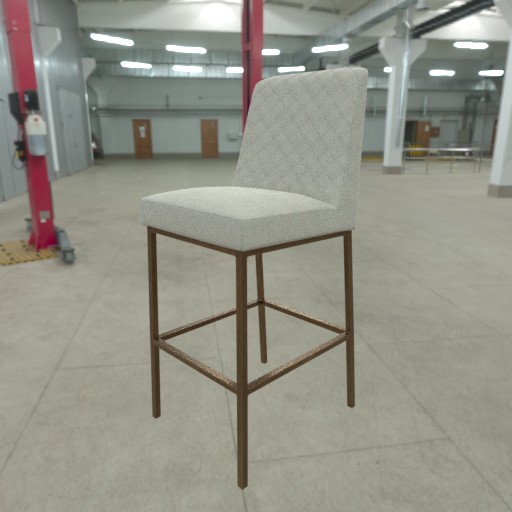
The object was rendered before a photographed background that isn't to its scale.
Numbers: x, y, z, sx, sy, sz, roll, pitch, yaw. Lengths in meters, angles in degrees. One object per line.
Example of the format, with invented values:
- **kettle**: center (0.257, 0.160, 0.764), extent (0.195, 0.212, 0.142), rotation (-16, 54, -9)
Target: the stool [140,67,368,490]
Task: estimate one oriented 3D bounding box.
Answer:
- **stool**: center (0.000, 0.000, 1.349), extent (0.546, 1.084, 0.462), rotation (-15, 22, -42)
